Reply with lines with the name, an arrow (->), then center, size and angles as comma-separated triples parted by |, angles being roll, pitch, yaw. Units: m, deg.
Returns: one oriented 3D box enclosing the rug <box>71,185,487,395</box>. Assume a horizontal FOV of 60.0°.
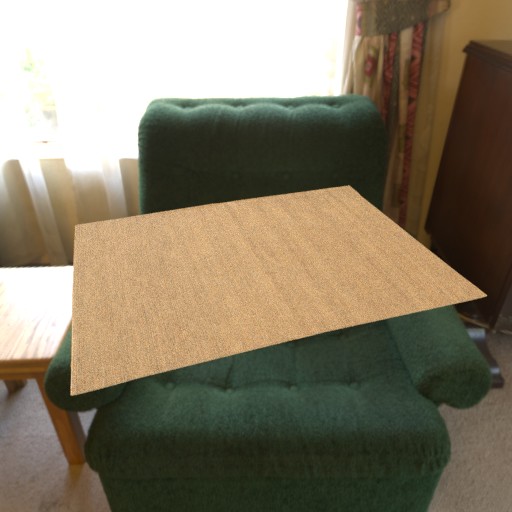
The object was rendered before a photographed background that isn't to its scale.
rug -> 0.000, 0.000, 2.891 | 2.264, 0.030, 1.624 | -10, 34, -15
